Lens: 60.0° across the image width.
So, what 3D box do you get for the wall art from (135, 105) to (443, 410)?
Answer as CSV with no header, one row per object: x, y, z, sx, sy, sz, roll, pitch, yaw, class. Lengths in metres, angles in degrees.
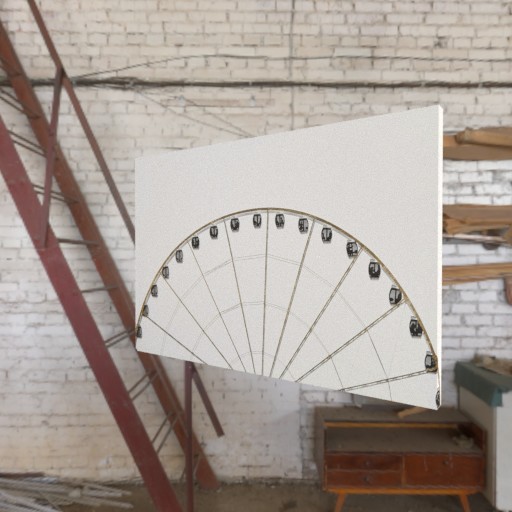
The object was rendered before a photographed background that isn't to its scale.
0.000,0.000,1.143,0.898,0.601,0.038,1,1,35,wall art
